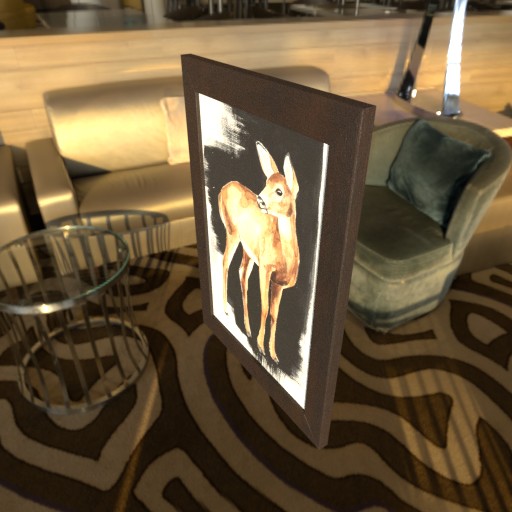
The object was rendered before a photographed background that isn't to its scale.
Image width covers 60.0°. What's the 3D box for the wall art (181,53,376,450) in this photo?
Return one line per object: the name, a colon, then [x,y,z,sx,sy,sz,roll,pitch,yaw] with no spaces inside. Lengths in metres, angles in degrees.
wall art: [0.000,0.000,0.665,0.017,0.513,0.359,-21,39,-29]
